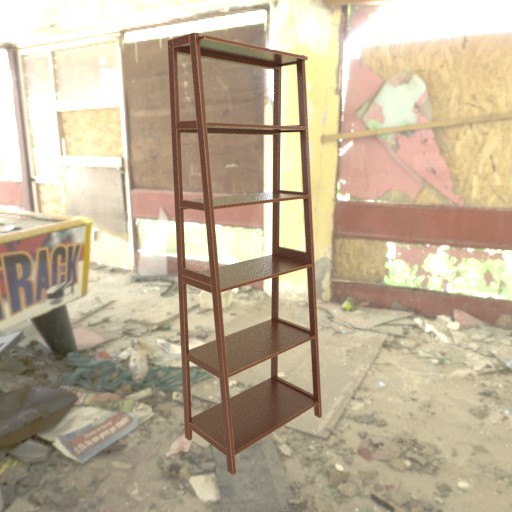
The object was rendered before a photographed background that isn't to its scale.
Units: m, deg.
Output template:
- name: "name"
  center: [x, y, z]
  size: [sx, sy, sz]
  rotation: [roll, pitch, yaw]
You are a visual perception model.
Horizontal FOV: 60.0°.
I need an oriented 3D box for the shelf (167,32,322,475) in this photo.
- name: "shelf"
  center: [0.000, 0.000, 2.157]
  size: [0.660, 1.892, 0.381]
  rotation: [-13, 19, -42]
